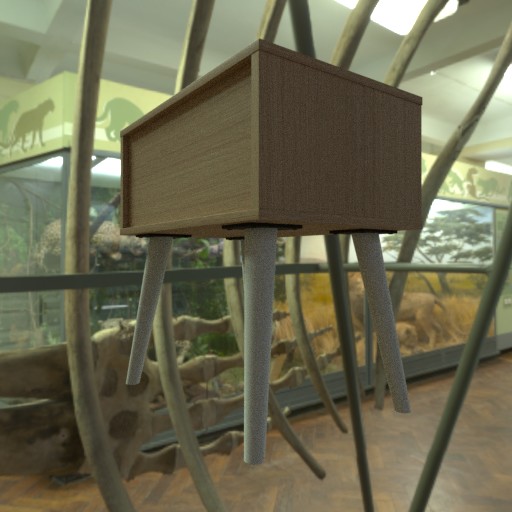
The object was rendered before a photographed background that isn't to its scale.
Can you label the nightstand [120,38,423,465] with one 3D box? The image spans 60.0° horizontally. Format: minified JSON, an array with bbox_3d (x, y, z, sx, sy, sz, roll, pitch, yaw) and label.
[{"bbox_3d":[0.000,0.000,0.971,0.407,0.610,0.571,0,0,-36],"label":"nightstand"}]
